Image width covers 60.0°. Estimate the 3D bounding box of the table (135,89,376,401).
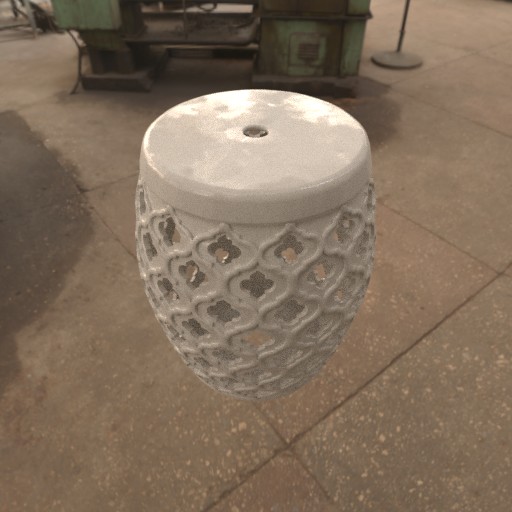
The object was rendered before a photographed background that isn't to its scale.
[{"bbox_3d":[0.000,0.000,0.641,0.325,0.388,0.325,0,42,0],"label":"table"}]
